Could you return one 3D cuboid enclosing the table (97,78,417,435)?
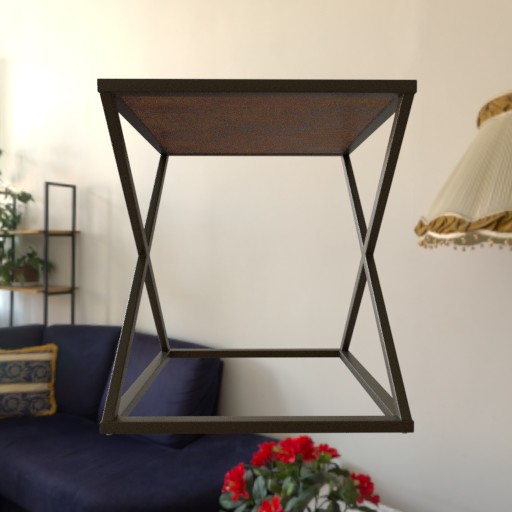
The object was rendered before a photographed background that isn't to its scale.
[{"bbox_3d":[0.000,0.000,0.947,0.500,0.565,0.500,0,1,-1],"label":"table"}]
